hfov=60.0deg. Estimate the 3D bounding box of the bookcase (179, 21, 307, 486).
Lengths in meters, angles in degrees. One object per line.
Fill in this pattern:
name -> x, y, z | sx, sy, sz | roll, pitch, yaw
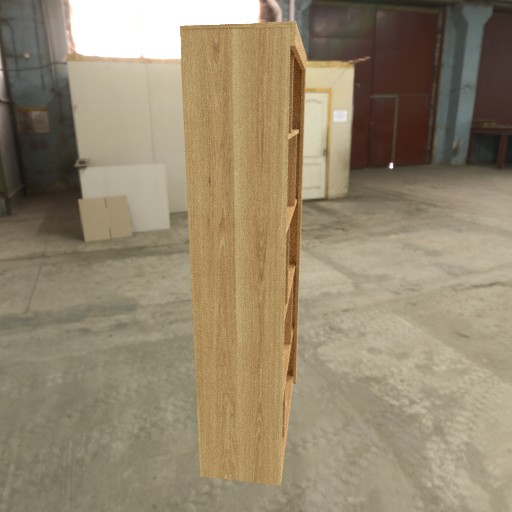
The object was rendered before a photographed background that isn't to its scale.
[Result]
bookcase -> 0.000, 0.000, 2.316 | 0.420, 2.020, 0.950 | 3, 18, 8
